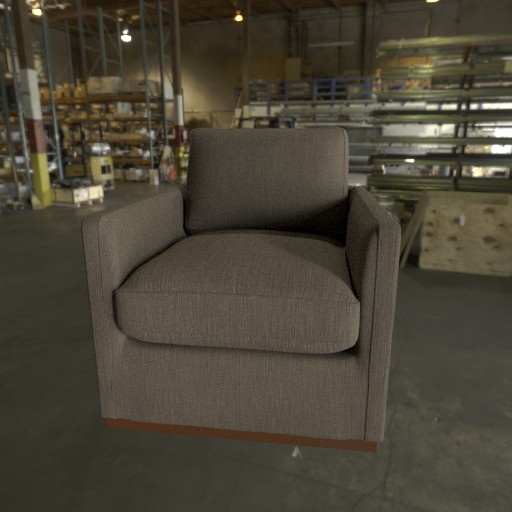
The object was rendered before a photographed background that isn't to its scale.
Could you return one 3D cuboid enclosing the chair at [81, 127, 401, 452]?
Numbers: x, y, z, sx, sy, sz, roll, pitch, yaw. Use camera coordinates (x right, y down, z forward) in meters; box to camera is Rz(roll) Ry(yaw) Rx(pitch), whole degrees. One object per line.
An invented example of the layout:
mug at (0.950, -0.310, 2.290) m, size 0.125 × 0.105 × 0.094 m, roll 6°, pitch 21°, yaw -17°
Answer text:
chair at (0.000, 0.000, 1.437) m, size 0.763 × 0.811 × 0.834 m, roll 2°, pitch 15°, yaw 8°
